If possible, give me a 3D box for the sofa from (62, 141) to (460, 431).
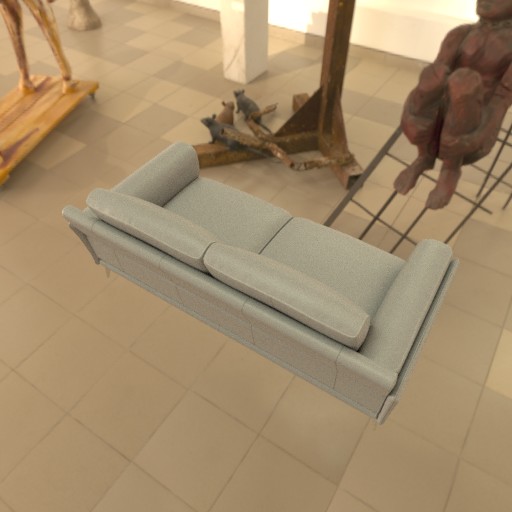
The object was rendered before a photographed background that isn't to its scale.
[{"bbox_3d":[0.000,0.000,2.673,2.101,0.930,1.049,25,52,21],"label":"sofa"}]
